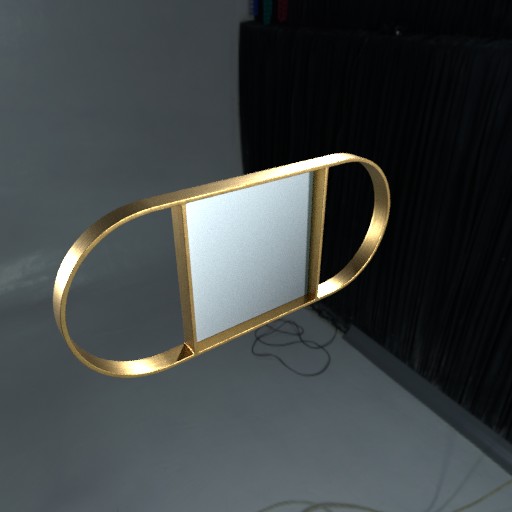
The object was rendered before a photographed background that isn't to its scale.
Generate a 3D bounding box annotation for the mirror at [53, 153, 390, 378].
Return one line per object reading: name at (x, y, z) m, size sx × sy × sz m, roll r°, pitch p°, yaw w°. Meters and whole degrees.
mirror at (0.000, 0.000, 0.681) m, size 0.584 × 0.254 × 0.032 m, roll -20°, pitch 35°, yaw -31°
